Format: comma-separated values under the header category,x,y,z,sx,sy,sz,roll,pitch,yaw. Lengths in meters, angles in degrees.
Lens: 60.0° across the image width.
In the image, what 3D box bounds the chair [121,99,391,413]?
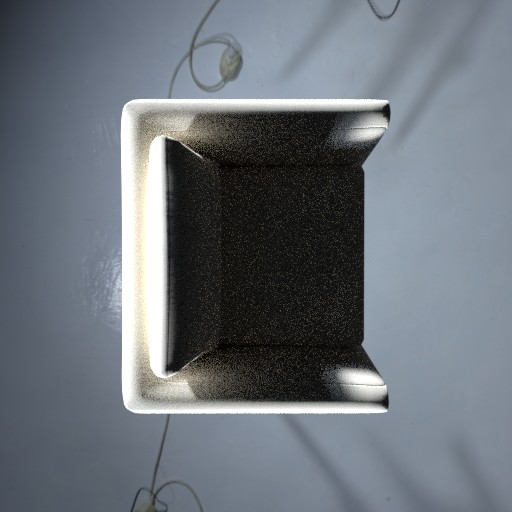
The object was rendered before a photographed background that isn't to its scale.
category,x,y,z,sx,sy,sz,roll,pitch,yaw
chair,0.000,0.000,1.702,0.889,0.865,1.041,0,91,0
